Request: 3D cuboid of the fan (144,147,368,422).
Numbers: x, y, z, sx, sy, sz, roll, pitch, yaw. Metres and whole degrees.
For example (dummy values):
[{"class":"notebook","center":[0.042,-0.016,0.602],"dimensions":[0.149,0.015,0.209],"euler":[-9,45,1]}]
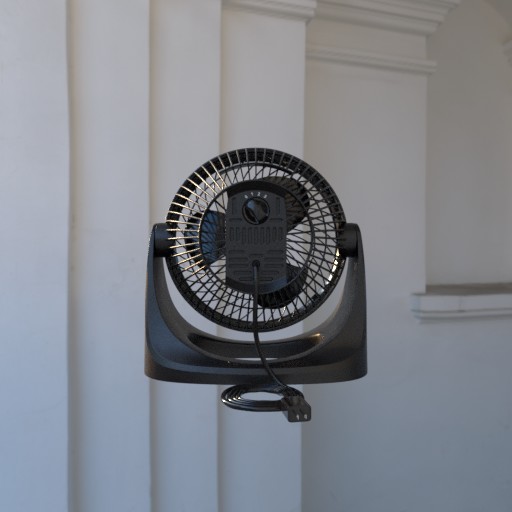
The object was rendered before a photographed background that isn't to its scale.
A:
[{"class":"fan","center":[0.000,0.000,0.488],"dimensions":[0.273,0.277,0.256],"euler":[0,0,0]}]
